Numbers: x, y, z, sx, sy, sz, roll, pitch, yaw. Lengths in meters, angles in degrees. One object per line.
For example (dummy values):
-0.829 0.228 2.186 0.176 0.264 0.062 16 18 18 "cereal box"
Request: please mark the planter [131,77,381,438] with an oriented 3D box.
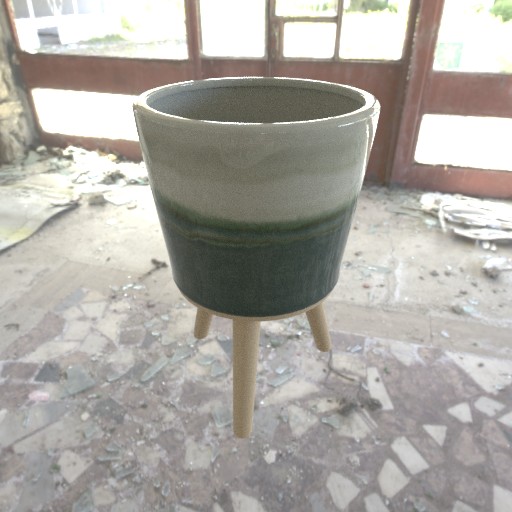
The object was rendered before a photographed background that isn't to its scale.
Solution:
0.000 0.000 0.479 0.217 0.331 0.217 -22 37 -32 "planter"
